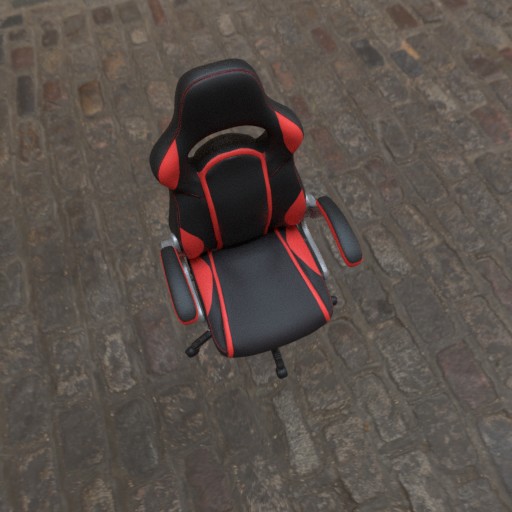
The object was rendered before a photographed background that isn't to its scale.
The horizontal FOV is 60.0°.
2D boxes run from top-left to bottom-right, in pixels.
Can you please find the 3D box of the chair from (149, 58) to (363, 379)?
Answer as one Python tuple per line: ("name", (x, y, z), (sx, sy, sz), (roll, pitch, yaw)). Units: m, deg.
("chair", (0.000, 0.000, 1.610), (0.758, 1.165, 0.712), (-19, 66, -9))
